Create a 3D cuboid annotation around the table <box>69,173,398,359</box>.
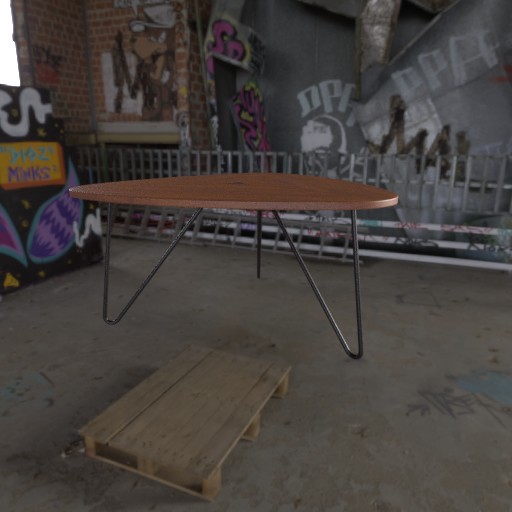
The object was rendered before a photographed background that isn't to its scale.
[{"bbox_3d":[0.000,0.000,1.304,0.821,0.413,0.833,14,20,42],"label":"table"}]
